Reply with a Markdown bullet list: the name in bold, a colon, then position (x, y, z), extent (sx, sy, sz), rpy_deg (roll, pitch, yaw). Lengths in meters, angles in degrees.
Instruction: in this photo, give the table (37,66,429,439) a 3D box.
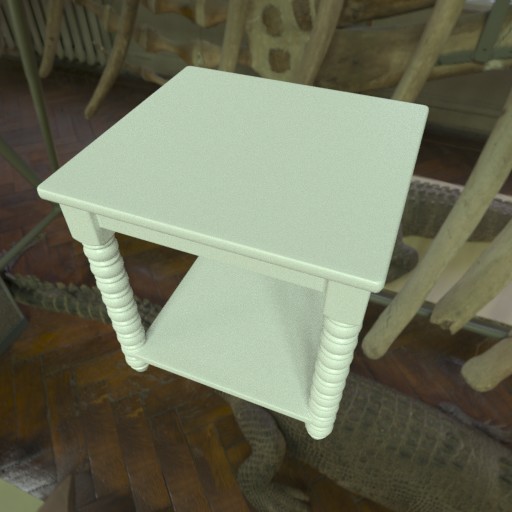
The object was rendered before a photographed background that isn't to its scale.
- **table**: position (0.000, 0.000, 0.969), extent (0.533, 0.563, 0.500), rpy_deg (16, 47, 15)
